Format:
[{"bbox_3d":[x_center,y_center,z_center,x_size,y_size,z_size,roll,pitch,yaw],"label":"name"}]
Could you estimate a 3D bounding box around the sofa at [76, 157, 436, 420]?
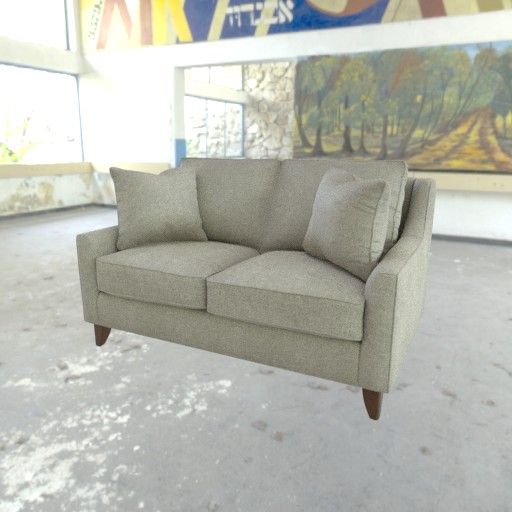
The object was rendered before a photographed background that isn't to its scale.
[{"bbox_3d":[0.000,0.000,2.039,1.422,0.863,0.915,7,16,26],"label":"sofa"}]
